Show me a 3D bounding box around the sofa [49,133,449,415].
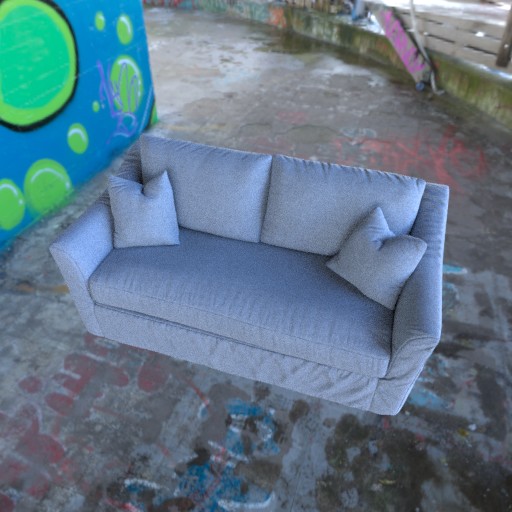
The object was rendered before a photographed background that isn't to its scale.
[{"bbox_3d":[0.000,0.000,2.616,2.010,1.018,1.072,12,42,14],"label":"sofa"}]
